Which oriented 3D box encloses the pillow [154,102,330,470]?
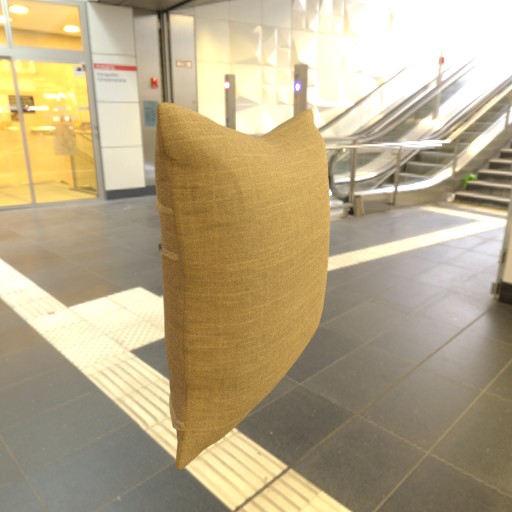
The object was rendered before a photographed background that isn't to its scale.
[{"bbox_3d":[0.000,0.000,0.626,0.169,0.400,0.424,8,19,25],"label":"pillow"}]
